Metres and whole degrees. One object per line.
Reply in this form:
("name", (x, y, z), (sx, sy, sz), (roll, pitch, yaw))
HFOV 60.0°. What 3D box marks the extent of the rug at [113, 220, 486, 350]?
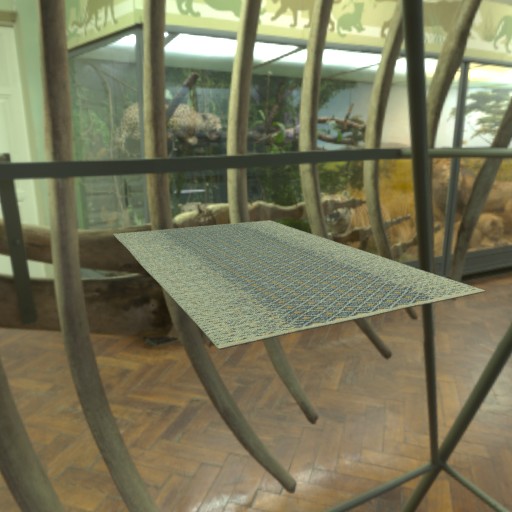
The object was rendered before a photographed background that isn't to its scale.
("rug", (0.000, 0.000, 3.104), (1.541, 0.008, 2.448), (-7, 16, -26))
